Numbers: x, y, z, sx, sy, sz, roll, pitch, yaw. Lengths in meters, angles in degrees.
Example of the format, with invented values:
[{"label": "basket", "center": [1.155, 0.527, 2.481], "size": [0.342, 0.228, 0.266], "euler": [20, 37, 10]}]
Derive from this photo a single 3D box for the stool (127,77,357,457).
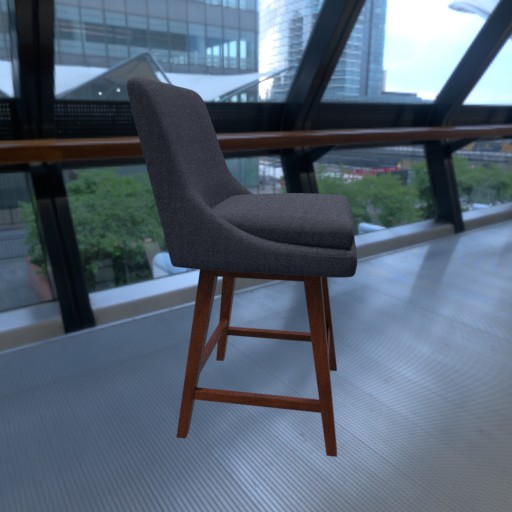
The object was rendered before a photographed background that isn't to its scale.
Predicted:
[{"label": "stool", "center": [0.000, 0.000, 1.220], "size": [0.524, 0.895, 0.467], "euler": [3, 16, 10]}]
